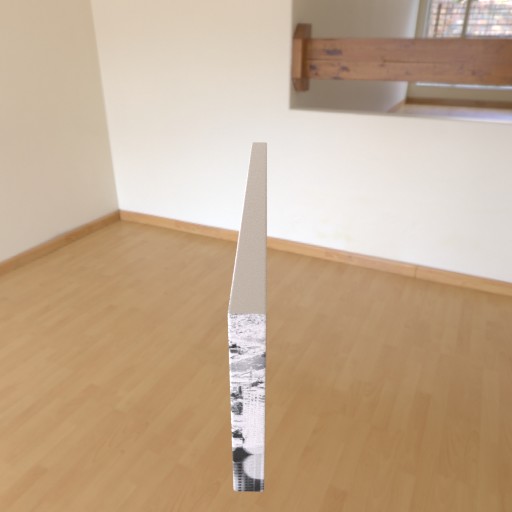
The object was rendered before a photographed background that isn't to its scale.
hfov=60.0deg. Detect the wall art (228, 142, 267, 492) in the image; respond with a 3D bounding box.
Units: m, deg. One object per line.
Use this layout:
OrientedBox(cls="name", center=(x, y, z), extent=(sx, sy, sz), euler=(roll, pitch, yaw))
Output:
OrientedBox(cls="wall art", center=(0.000, 0.000, 0.819), extent=(0.038, 0.255, 0.763), euler=(1, 26, 1))
